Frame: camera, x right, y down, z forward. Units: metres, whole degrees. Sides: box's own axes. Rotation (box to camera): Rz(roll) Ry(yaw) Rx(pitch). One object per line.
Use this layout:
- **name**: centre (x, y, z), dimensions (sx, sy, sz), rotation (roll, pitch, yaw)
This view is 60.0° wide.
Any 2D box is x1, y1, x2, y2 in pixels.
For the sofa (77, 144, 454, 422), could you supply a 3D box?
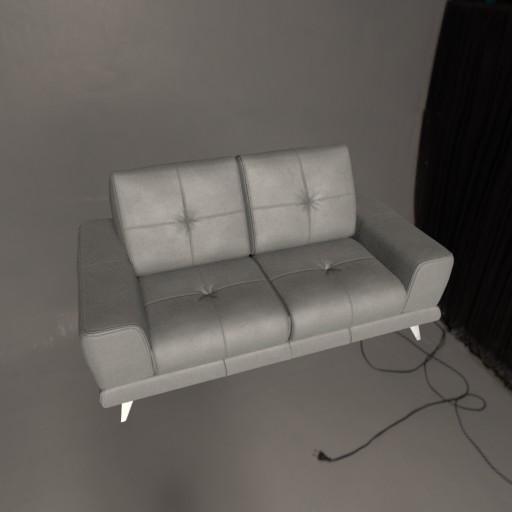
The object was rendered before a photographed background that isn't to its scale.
- **sofa**: centre (0.000, 0.000, 2.379), dimensions (1.806, 0.907, 1.018), rotation (-11, 34, -16)
